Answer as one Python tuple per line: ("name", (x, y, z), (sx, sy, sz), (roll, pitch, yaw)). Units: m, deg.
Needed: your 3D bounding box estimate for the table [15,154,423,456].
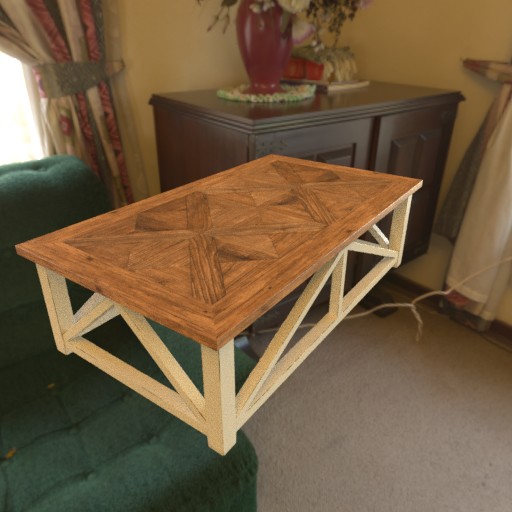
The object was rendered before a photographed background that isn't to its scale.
("table", (0.000, 0.000, 1.739), (0.800, 0.410, 1.400), (18, 32, 31))
